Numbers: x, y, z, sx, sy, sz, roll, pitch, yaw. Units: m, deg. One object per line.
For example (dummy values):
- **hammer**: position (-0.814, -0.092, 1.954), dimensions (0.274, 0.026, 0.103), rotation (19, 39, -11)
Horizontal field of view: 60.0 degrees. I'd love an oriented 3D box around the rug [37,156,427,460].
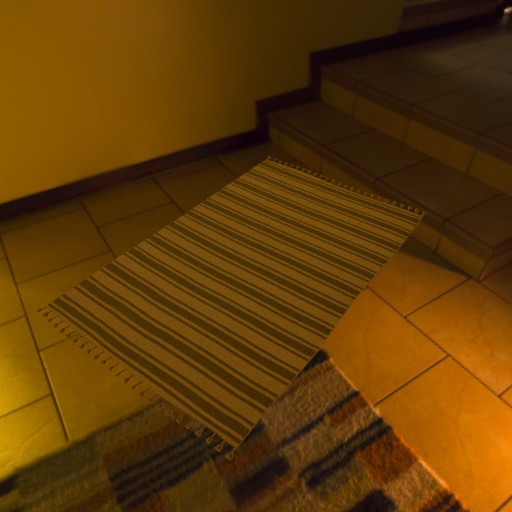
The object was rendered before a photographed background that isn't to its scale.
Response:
- **rug**: position (0.000, 0.000, 2.351), dimensions (1.162, 0.013, 1.875), rotation (26, 47, 27)
